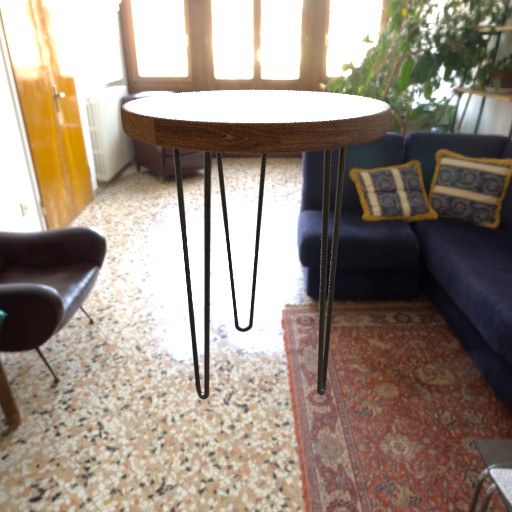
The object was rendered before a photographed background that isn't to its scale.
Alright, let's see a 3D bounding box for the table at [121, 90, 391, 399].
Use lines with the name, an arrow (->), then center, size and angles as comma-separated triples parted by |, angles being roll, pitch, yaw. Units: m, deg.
table -> 0.000, 0.000, 0.788 | 0.400, 0.520, 0.400 | 0, 26, 0
